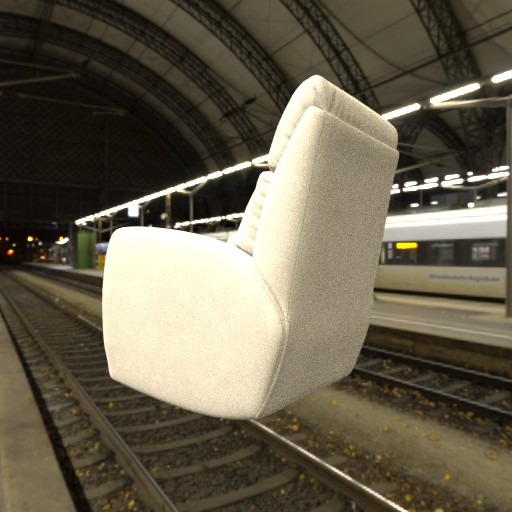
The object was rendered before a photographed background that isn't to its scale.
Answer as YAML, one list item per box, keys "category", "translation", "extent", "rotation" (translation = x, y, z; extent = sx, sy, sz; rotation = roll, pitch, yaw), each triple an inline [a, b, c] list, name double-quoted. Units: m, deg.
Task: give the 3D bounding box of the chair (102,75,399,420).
- category: "chair"
  translation: [0.000, 0.000, 1.701]
  extent: [0.941, 1.015, 0.812]
  rotation: [0, 0, 37]
